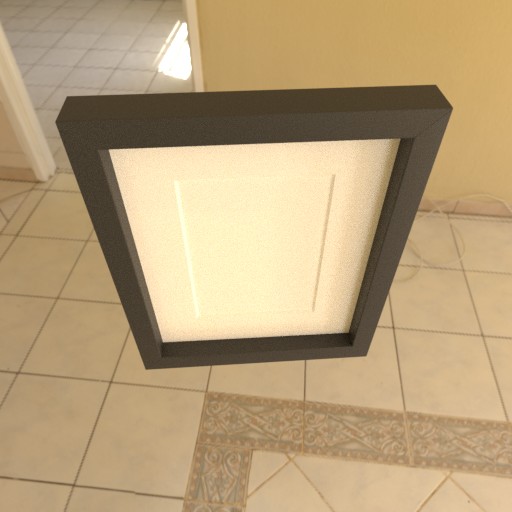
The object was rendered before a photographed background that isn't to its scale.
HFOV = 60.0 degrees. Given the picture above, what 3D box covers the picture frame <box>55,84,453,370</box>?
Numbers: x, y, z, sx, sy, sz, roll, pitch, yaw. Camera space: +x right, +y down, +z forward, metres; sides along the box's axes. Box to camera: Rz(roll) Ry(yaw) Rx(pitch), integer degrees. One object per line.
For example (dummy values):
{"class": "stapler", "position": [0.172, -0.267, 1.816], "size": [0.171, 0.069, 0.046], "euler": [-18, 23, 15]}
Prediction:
{"class": "picture frame", "position": [0.000, 0.000, 0.375], "size": [0.232, 0.284, 0.042], "euler": [-3, 47, -3]}
